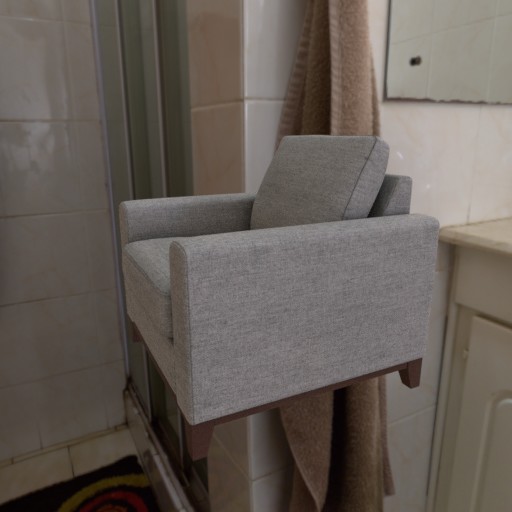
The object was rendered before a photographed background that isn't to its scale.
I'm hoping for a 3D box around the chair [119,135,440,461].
[{"bbox_3d":[0.000,0.000,1.915,1.038,1.010,1.024,-8,17,-25],"label":"chair"}]
